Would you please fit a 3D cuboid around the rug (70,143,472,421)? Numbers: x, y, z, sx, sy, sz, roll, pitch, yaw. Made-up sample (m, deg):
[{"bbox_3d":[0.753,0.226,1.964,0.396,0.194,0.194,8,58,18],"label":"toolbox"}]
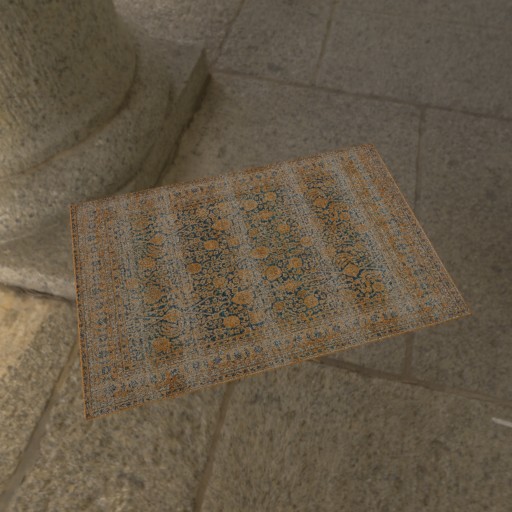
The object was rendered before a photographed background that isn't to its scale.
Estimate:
[{"bbox_3d":[0.000,0.000,2.942,2.336,0.007,1.525,-13,59,-8],"label":"rug"}]
